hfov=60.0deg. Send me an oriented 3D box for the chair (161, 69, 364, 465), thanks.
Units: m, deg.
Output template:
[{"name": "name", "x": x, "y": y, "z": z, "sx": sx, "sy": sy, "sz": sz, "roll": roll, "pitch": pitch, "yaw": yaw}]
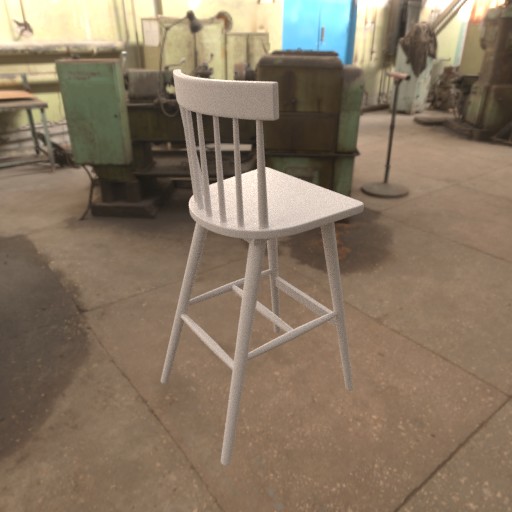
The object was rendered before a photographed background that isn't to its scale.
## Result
[{"name": "chair", "x": 0.000, "y": 0.000, "z": 1.424, "sx": 0.572, "sy": 1.092, "sz": 0.483, "roll": -18, "pitch": 32, "yaw": -31}]
